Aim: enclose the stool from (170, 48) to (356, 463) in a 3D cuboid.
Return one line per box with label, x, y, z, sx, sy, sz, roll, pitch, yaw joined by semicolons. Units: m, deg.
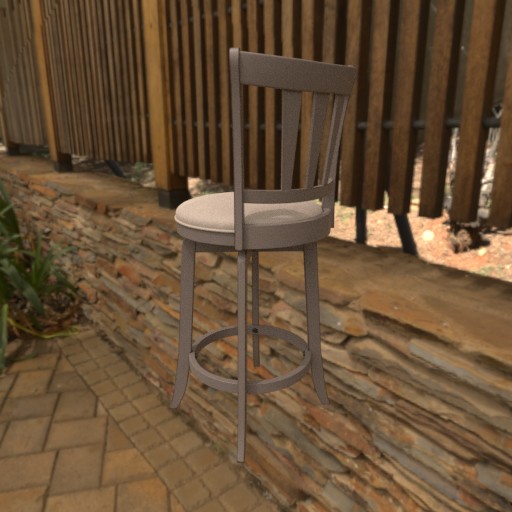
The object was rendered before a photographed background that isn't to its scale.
stool;0.000;0.000;1.278;0.436;1.023;0.475;-15;22;-41
